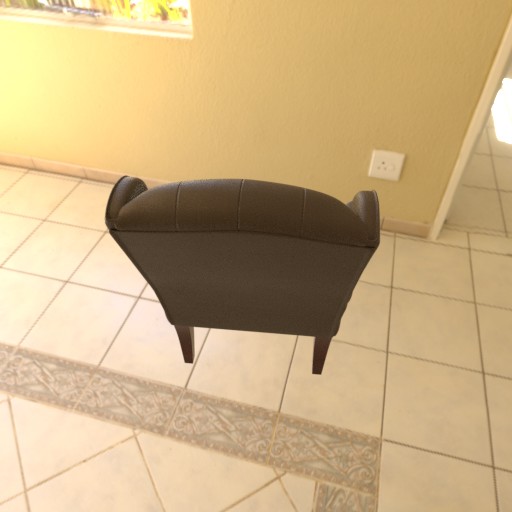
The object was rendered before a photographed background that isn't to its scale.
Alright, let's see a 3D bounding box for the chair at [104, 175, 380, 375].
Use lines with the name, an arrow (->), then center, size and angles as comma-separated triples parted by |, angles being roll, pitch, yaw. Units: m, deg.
chair -> 0.000, 0.000, 1.682 | 0.829, 1.132, 0.819 | 4, 46, 4
